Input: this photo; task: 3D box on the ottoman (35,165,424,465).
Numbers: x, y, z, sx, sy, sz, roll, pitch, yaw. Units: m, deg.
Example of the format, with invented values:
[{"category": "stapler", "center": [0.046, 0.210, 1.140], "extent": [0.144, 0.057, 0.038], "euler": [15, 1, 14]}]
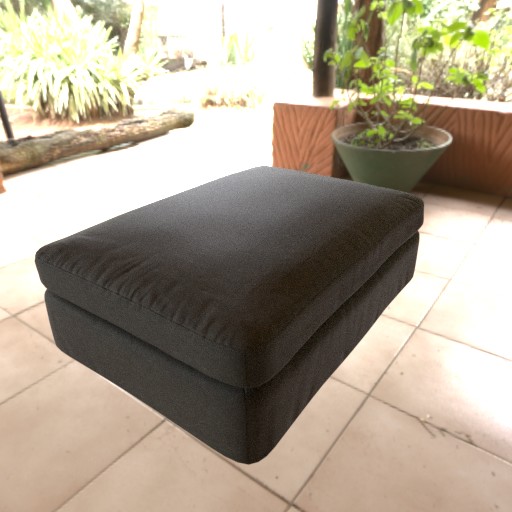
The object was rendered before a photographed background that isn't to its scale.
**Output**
[{"category": "ottoman", "center": [0.000, 0.000, 1.579], "extent": [0.840, 0.429, 1.199], "euler": [18, 32, 31]}]
